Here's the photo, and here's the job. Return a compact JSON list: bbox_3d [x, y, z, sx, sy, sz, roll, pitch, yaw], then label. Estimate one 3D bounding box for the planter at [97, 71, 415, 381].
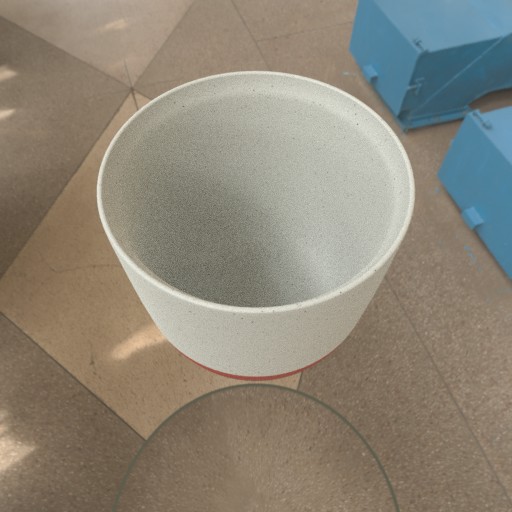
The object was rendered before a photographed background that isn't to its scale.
[{"bbox_3d":[0.000,0.000,0.378,0.204,0.214,0.204,0,58,0],"label":"planter"}]
